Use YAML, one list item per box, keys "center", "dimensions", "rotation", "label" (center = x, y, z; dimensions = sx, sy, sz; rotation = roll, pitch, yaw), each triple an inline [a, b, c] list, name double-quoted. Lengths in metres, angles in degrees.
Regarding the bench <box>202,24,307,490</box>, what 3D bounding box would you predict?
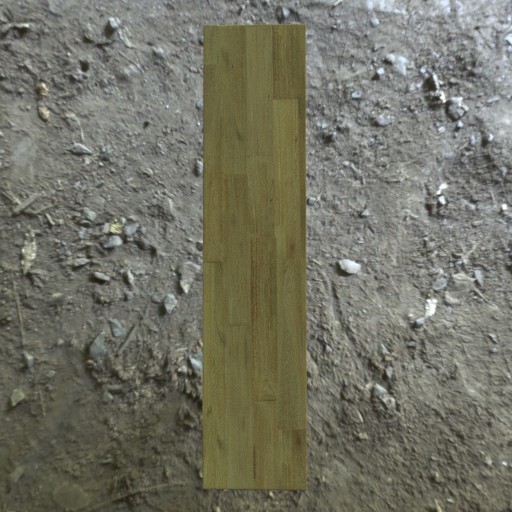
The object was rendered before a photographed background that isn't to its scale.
- center: [0.000, 0.000, 1.831]
  dimensions: [0.378, 0.431, 1.698]
  rotation: [0, 89, 2]
  label: "bench"
